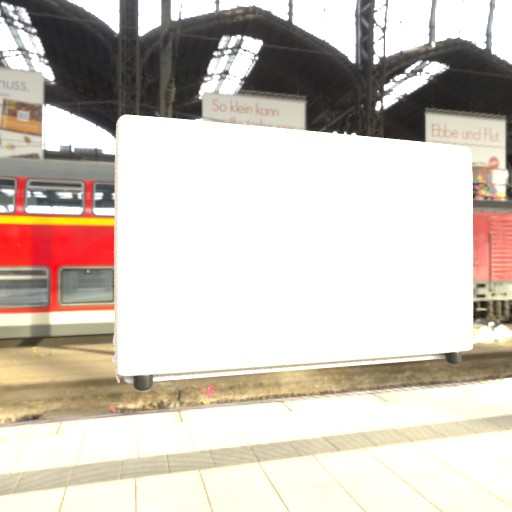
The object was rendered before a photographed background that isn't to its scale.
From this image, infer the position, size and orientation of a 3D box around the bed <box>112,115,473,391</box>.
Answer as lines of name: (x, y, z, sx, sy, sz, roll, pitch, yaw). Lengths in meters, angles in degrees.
bed: (0.000, 0.000, 3.451, 2.119, 1.317, 2.341, 0, -1, -17)
